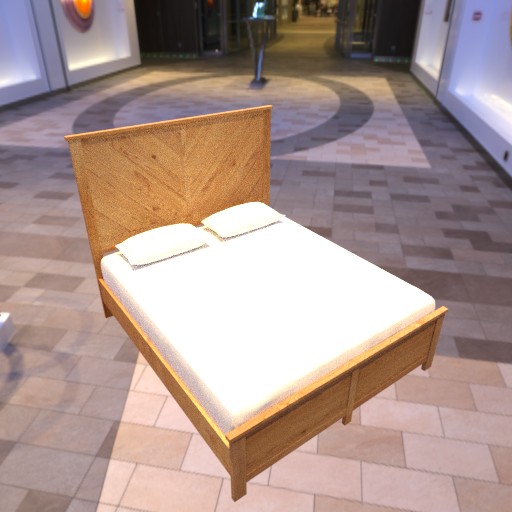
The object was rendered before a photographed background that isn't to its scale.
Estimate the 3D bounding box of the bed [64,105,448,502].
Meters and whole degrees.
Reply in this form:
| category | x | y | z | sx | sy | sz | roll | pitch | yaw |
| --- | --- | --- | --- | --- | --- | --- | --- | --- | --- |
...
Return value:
| category | x | y | z | sx | sy | sz | roll | pitch | yaw |
| --- | --- | --- | --- | --- | --- | --- | --- | --- | --- |
| bed | 0.000 | 0.000 | 3.954 | 2.225 | 1.938 | 2.530 | -20 | 35 | -31 |
